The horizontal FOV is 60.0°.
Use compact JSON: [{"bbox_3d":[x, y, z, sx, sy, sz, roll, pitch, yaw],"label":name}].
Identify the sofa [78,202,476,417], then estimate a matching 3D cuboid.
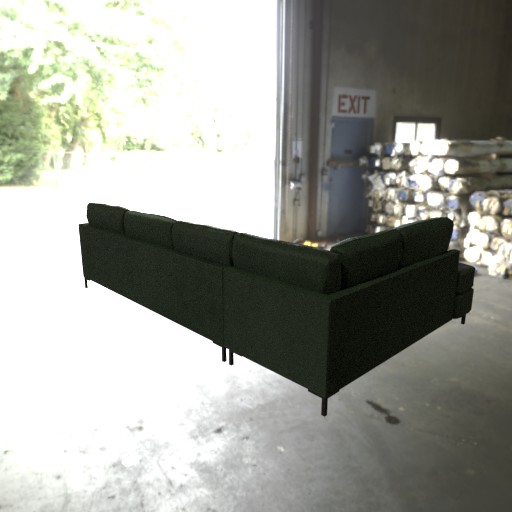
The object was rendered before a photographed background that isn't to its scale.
[{"bbox_3d":[0.000,0.000,4.305,2.048,0.996,3.384,-13,19,-42],"label":"sofa"}]
